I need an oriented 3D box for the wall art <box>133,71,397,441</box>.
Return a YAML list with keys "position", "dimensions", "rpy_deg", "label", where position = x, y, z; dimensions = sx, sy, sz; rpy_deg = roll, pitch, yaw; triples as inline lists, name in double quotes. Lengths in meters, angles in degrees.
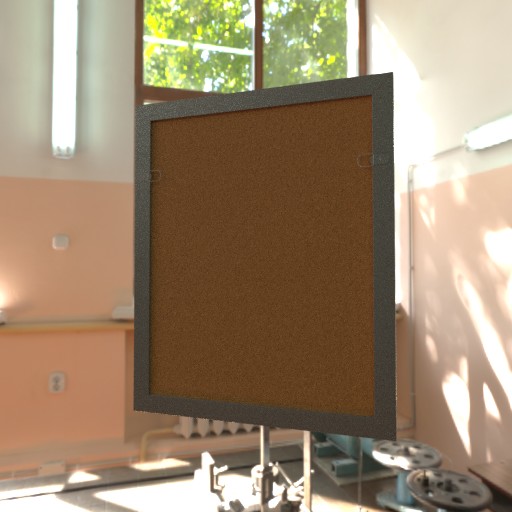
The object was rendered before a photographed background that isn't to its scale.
- position: [0.000, 0.000, 0.515]
  dimensions: [0.308, 0.379, 0.030]
  rpy_deg: [-1, -2, 18]
  label: "wall art"
